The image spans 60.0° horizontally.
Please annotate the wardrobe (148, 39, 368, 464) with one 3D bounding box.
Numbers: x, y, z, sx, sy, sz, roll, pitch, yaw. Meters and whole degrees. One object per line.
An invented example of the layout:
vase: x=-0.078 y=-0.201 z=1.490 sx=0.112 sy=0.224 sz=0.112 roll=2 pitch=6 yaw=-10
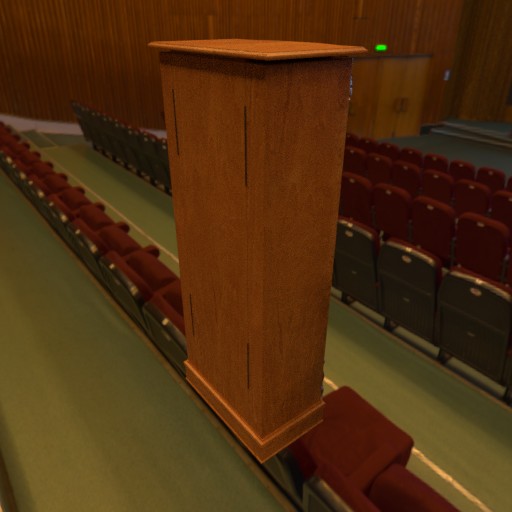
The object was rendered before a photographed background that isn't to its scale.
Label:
wardrobe: x=0.000 y=0.000 z=1.109 sx=0.273 sy=0.959 sz=0.406 roll=-20 pitch=35 yaw=-33
